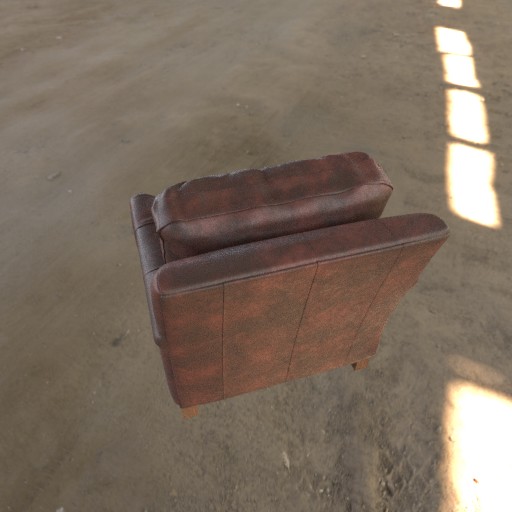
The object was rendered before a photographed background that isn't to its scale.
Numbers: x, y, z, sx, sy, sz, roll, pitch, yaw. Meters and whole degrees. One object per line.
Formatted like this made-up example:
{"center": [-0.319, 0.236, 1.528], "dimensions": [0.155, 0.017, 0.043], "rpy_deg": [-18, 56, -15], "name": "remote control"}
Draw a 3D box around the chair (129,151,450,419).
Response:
{"center": [0.000, 0.000, 1.935], "dimensions": [0.987, 1.051, 1.156], "rpy_deg": [-12, 42, -13], "name": "chair"}
